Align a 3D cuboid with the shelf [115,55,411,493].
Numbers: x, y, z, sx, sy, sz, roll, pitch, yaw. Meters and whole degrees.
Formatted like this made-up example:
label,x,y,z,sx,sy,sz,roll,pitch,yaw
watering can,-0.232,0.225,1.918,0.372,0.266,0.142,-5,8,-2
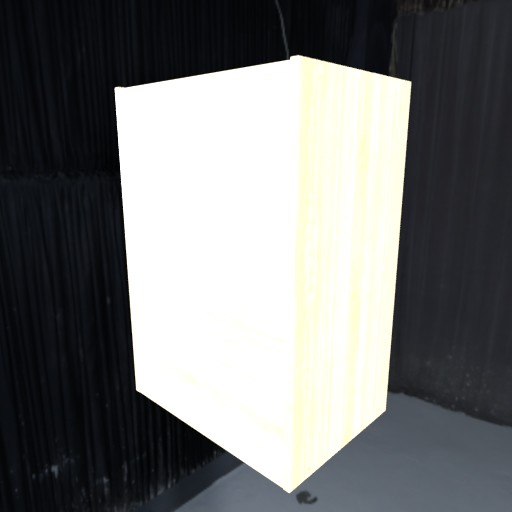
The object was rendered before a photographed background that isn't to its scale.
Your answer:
label,x,y,z,sx,sy,sz,roll,pitch,yaw
shelf,0.000,0.000,0.815,0.414,0.592,0.290,13,19,42
